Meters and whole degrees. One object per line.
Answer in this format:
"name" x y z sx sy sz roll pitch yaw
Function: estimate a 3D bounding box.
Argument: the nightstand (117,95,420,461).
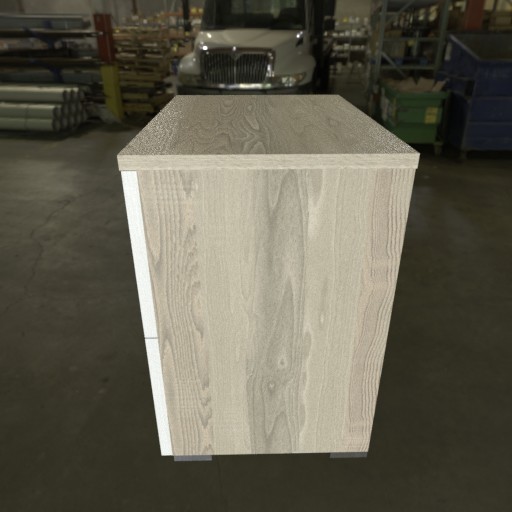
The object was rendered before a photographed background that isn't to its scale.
"nightstand" 0.000 0.000 0.753 0.325 0.461 0.442 -1 27 -1
